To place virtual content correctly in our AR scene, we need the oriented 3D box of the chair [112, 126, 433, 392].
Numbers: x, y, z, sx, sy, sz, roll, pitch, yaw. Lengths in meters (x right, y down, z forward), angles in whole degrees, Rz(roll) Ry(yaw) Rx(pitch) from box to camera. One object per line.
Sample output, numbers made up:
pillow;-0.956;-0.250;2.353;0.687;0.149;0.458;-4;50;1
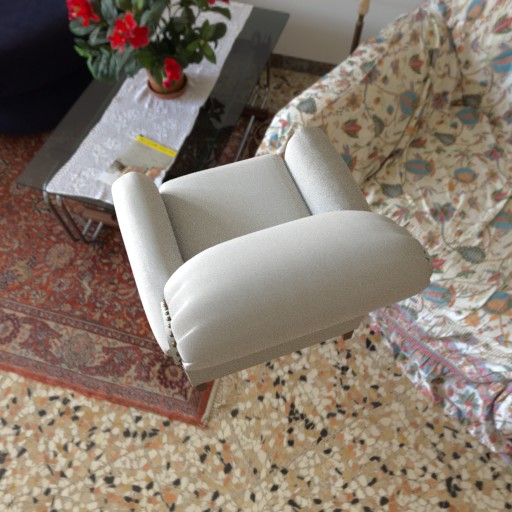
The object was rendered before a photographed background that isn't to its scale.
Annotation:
chair;0.000;0.000;1.600;0.854;0.927;0.890;-17;61;-10
